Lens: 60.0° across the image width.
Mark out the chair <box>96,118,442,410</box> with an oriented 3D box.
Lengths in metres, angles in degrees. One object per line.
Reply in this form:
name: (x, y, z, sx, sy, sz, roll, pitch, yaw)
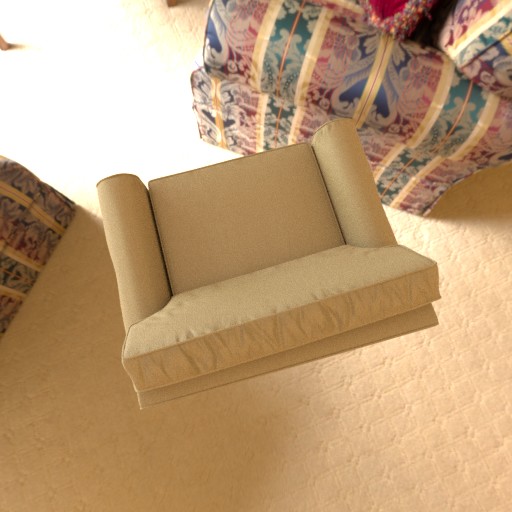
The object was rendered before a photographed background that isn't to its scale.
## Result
chair: (0.000, 0.000, 1.777, 1.096, 0.937, 0.903, -15, 76, -4)
